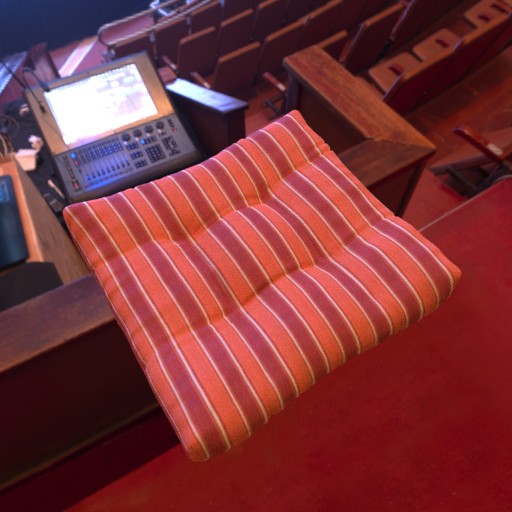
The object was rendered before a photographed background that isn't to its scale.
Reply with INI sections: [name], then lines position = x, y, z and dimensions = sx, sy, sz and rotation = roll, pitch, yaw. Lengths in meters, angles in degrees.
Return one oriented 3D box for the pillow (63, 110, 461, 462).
[pillow]
position = 0.000, 0.000, 0.741
dimensions = 0.490, 0.133, 0.468
rotation = -29, 62, -17
